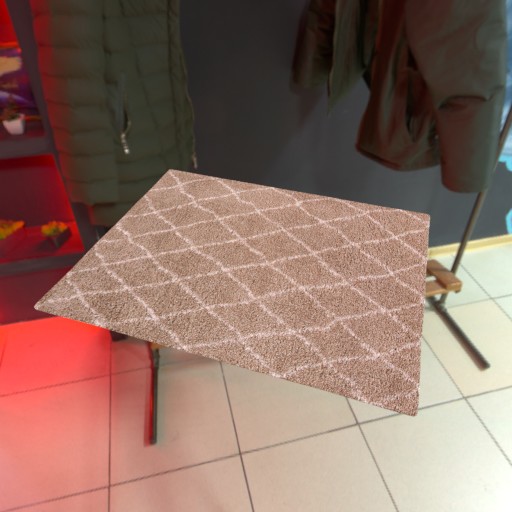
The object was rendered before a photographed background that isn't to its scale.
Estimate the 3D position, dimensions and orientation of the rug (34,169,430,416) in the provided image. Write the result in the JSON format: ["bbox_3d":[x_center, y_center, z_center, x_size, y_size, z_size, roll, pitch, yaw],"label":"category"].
[{"bbox_3d":[0.000,0.000,4.149,3.047,0.029,2.438,12,41,14],"label":"rug"}]
